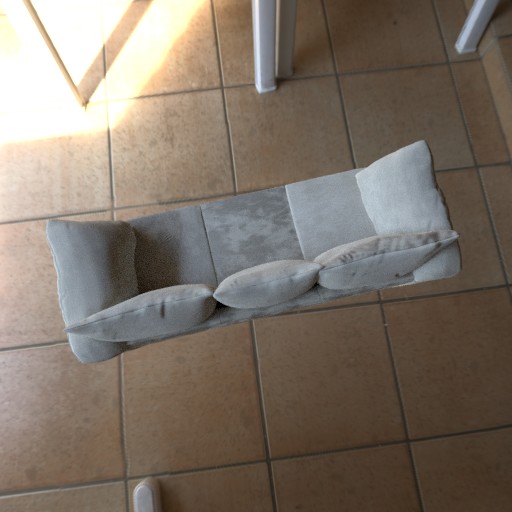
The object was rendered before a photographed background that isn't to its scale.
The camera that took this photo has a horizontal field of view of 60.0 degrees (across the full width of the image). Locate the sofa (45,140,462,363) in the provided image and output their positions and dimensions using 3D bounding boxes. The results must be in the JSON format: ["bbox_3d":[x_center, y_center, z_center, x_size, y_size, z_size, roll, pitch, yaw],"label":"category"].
[{"bbox_3d":[0.000,0.000,2.853,2.377,0.981,0.893,-13,77,-3],"label":"sofa"}]
